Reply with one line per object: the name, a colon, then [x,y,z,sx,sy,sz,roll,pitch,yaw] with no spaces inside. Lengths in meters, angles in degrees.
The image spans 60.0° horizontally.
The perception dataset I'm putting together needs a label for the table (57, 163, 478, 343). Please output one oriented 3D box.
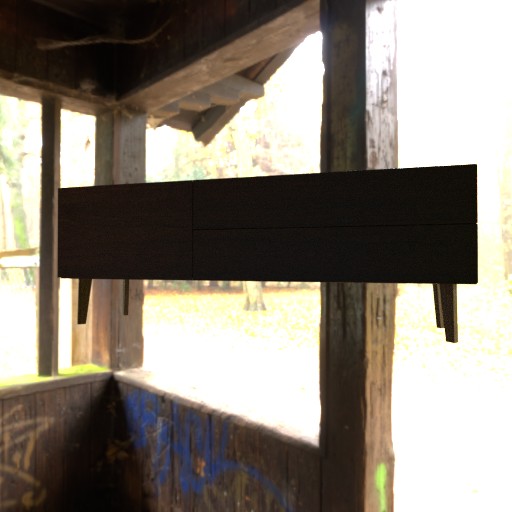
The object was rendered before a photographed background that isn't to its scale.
table: [0.000,0.000,1.612,1.397,0.508,0.405,0,-1,17]
